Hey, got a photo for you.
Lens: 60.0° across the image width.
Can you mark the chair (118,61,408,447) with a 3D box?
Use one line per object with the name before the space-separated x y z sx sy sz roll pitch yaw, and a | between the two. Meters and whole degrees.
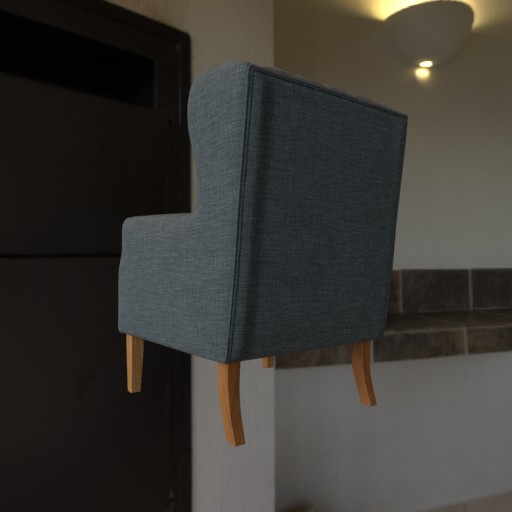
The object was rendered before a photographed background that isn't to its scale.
chair | 0.000 0.000 1.494 0.711 0.953 0.775 1 -1 -36
